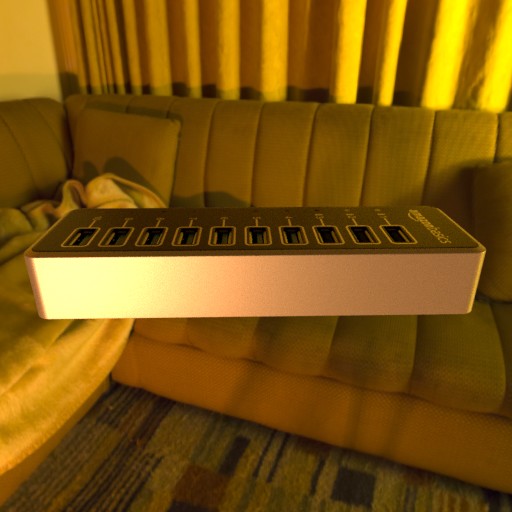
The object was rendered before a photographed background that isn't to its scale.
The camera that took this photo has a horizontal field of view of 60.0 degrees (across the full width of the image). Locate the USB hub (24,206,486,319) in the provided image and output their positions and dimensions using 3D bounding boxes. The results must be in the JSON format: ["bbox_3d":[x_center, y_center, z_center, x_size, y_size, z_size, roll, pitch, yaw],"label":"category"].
[{"bbox_3d":[0.000,0.000,0.160,0.145,0.023,0.044,-1,25,-1],"label":"USB hub"}]
